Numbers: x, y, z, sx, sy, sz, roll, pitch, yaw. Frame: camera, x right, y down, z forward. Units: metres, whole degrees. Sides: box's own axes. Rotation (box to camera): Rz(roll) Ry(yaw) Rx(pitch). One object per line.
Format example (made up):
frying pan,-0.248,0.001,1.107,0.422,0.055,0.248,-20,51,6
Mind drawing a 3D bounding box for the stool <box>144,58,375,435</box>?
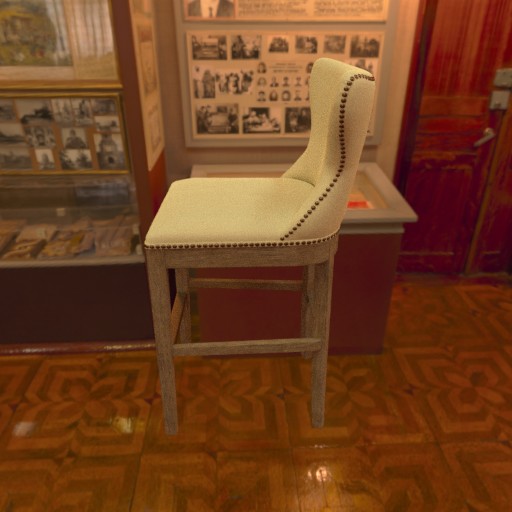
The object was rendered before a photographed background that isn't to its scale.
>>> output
stool,0.000,0.000,1.404,0.606,1.123,0.494,0,28,-1
